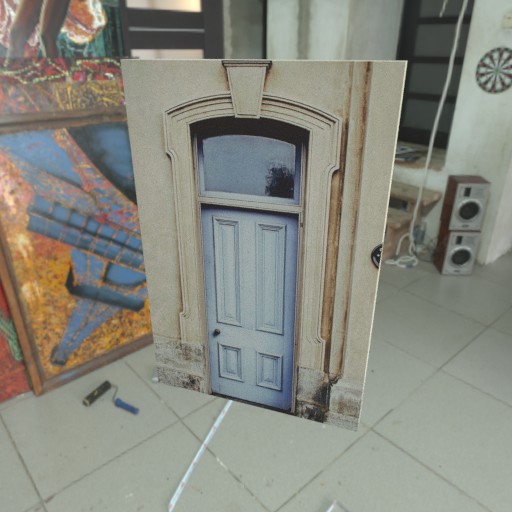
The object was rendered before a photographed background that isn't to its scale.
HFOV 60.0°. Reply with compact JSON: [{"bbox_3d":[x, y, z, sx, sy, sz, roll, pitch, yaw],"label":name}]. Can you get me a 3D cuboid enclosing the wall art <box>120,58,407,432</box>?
[{"bbox_3d":[0.000,0.000,0.471,0.254,0.381,0.038,8,26,17],"label":"wall art"}]
